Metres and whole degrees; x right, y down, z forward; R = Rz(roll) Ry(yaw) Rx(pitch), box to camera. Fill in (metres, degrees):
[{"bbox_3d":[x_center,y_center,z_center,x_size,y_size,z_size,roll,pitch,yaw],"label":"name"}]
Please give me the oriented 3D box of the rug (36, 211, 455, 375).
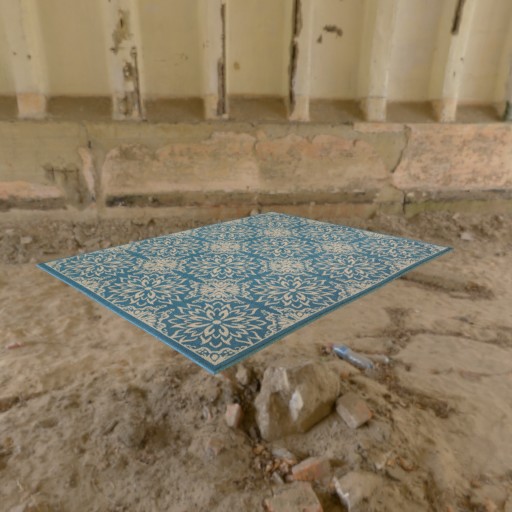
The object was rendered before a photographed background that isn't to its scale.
[{"bbox_3d":[0.000,0.000,3.965,2.350,0.018,2.964,17,24,42],"label":"rug"}]
